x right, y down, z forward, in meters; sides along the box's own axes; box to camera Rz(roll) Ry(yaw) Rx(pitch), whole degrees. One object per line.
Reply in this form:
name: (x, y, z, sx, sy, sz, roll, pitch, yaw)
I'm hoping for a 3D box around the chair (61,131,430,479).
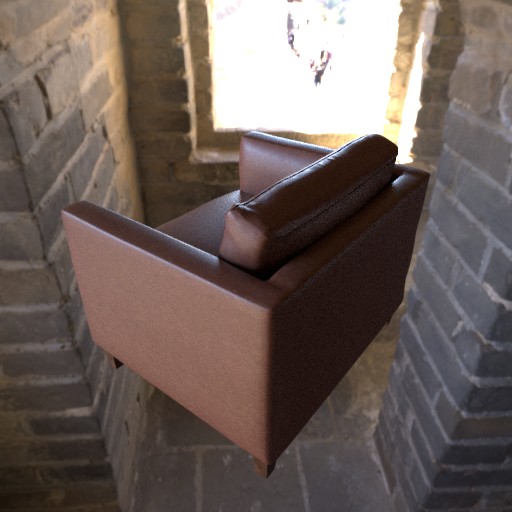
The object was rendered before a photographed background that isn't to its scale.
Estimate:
chair: (0.000, 0.000, 1.795, 0.959, 0.917, 1.107, 23, 39, 31)
